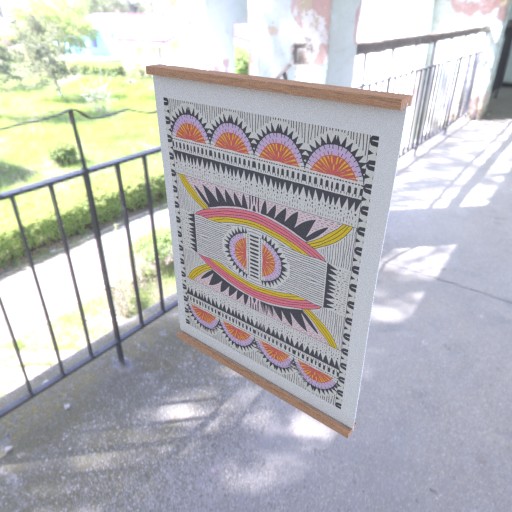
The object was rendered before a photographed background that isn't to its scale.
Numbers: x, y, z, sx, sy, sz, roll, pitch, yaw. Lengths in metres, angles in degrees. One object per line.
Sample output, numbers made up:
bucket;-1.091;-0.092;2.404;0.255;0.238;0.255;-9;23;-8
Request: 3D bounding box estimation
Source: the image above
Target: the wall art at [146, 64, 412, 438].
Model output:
wall art;0.000;0.000;0.700;0.403;0.527;0.028;22;37;32
